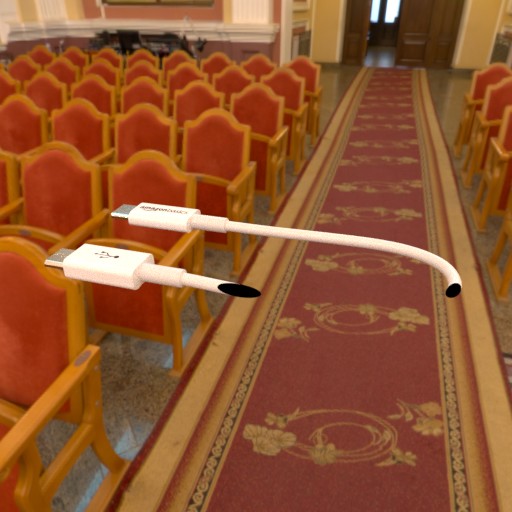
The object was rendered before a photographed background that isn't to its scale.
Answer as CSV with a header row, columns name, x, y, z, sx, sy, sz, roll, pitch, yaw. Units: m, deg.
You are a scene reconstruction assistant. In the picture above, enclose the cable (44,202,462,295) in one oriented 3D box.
name,x,y,z,sx,sy,sz,roll,pitch,yaw
cable,0.000,0.000,0.114,0.098,0.006,0.040,8,31,14
